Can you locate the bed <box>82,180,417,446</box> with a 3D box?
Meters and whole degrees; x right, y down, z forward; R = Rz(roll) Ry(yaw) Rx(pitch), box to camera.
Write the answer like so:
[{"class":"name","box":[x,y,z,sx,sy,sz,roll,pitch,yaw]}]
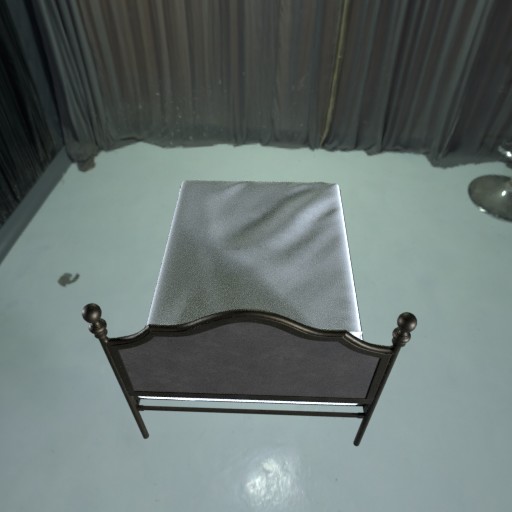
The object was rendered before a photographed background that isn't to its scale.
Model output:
[{"class":"bed","box":[0.000,0.000,3.241,1.533,1.462,2.170,1,46,1]}]
